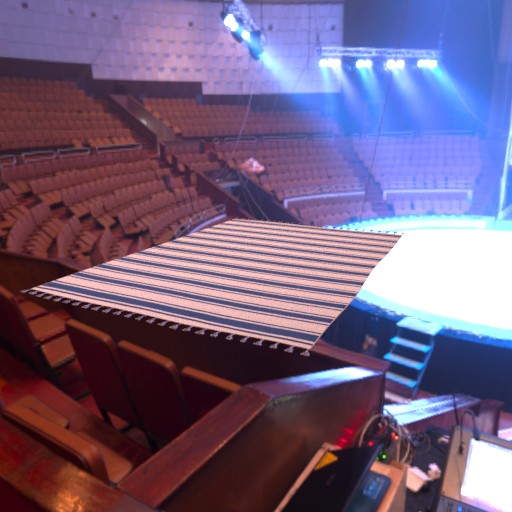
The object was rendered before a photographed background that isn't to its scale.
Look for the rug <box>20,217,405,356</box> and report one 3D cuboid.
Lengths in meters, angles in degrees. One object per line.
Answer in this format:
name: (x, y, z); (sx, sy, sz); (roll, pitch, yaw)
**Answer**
rug: (0.000, 0.000, 2.901); (1.544, 0.010, 2.315); (8, 17, 25)
